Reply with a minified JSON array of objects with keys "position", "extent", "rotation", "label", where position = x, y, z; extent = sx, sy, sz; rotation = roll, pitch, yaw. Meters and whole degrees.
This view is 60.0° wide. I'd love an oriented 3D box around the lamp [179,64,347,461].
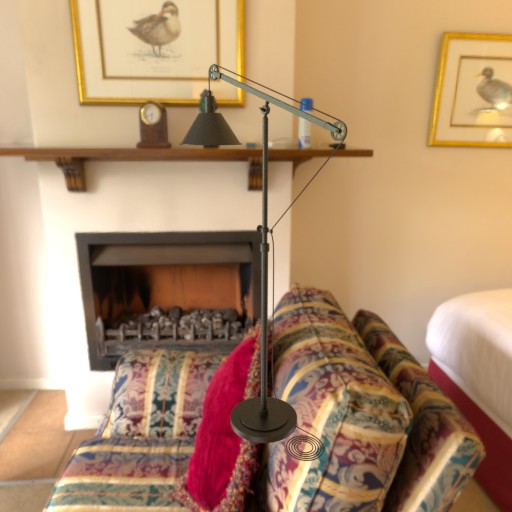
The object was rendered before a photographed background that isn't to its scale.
[{"position":[0.000,0.000,1.956],"extent":[0.319,1.626,0.904],"rotation":[-14,21,-41],"label":"lamp"}]
